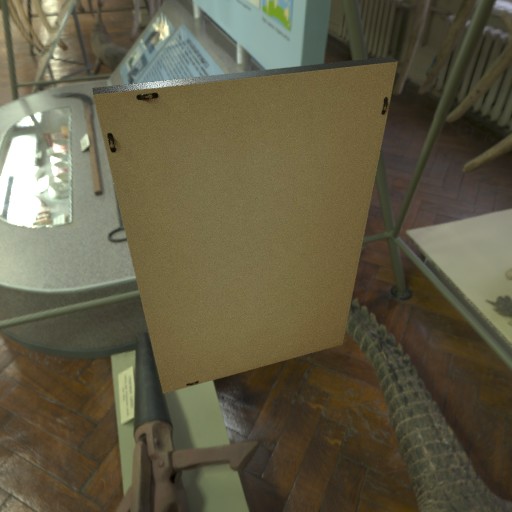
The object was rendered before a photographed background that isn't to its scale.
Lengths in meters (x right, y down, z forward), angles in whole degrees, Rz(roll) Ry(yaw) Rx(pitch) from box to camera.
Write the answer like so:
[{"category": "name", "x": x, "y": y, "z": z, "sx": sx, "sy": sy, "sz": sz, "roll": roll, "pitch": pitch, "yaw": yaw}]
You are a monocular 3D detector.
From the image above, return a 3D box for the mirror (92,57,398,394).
[{"category": "mirror", "x": 0.000, "y": 0.000, "z": 1.149, "sx": 0.609, "sy": 0.915, "sz": 0.041, "roll": -12, "pitch": 41, "yaw": -14}]
